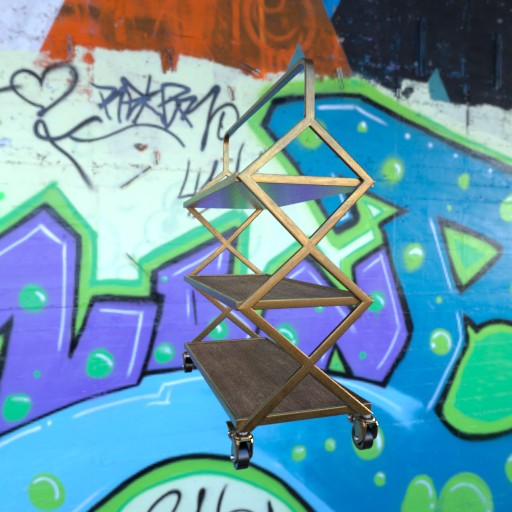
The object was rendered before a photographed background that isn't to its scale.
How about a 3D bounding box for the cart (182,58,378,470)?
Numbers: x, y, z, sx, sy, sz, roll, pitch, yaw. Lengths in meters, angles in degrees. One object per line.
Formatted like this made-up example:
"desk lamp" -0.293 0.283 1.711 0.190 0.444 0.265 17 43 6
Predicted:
"cart" 0.000 0.000 1.203 0.313 0.805 0.723 -1 2 -18
